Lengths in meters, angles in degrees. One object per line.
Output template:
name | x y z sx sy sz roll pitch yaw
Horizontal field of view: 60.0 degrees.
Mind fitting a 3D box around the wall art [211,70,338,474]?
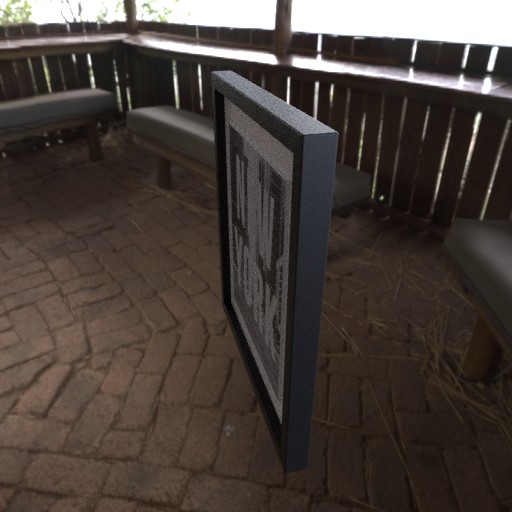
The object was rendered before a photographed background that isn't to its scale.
wall art | 0.000 0.000 0.543 0.028 0.381 0.328 -8 31 -14
